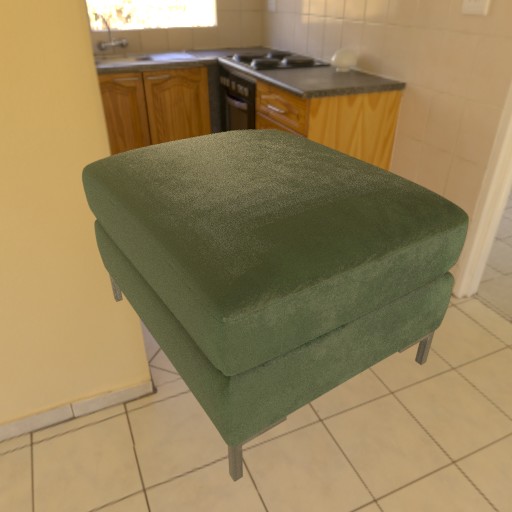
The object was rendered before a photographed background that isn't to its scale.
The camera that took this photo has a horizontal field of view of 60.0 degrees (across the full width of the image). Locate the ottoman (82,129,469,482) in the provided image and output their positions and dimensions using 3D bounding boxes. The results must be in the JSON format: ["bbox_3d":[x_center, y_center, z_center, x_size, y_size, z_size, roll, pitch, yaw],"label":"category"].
[{"bbox_3d":[0.000,0.000,1.273,0.701,0.538,0.839,-19,37,-28],"label":"ottoman"}]
